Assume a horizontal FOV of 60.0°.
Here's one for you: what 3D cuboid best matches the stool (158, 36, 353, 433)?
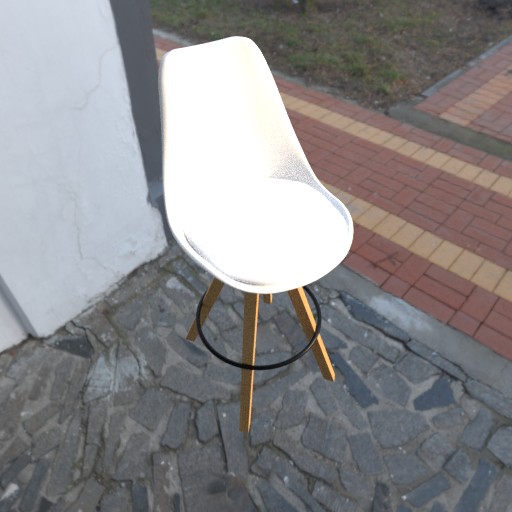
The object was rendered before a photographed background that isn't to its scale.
[{"bbox_3d":[0.000,0.000,1.380,0.482,1.115,0.549,-23,50,-21],"label":"stool"}]
